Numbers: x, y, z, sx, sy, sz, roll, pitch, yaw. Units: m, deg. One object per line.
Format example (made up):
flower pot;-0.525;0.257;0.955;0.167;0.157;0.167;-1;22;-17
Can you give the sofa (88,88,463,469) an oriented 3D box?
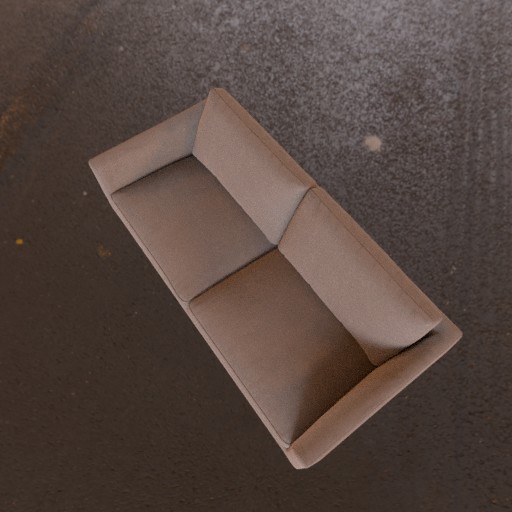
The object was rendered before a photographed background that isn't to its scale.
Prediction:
sofa;0.000;0.000;2.790;1.090;0.838;2.588;-33;67;-16
